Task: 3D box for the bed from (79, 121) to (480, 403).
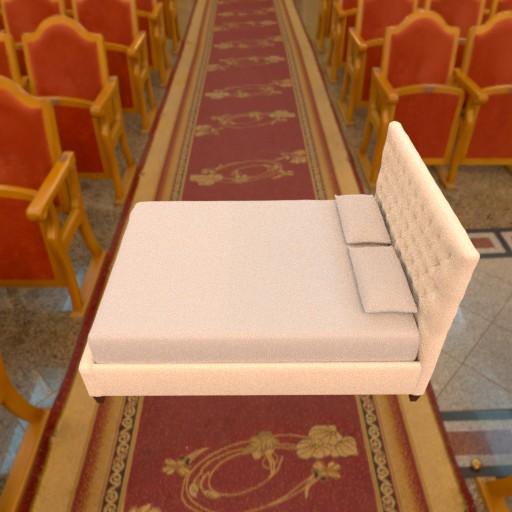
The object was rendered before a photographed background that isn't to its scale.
[{"bbox_3d":[0.000,0.000,3.395,2.387,1.427,1.698,0,40,0],"label":"bed"}]
